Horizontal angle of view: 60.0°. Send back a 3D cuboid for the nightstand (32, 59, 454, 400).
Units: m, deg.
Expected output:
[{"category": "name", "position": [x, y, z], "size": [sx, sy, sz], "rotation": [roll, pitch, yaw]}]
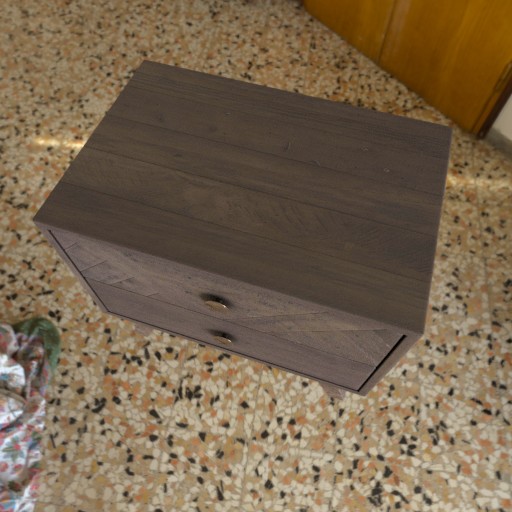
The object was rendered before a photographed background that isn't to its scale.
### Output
[{"category": "nightstand", "position": [0.000, 0.000, 1.050], "size": [0.650, 0.599, 0.450], "rotation": [16, 61, 9]}]
